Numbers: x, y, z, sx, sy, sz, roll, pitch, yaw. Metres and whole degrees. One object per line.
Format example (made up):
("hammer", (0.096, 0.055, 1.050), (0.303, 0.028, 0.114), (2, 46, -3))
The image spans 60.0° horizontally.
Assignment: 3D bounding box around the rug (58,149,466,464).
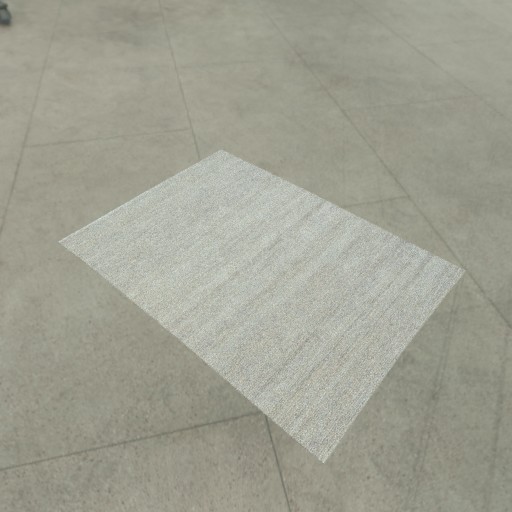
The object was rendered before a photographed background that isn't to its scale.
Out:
("rug", (0.000, 0.000, 2.995), (2.264, 0.030, 1.624), (32, 53, 28))
